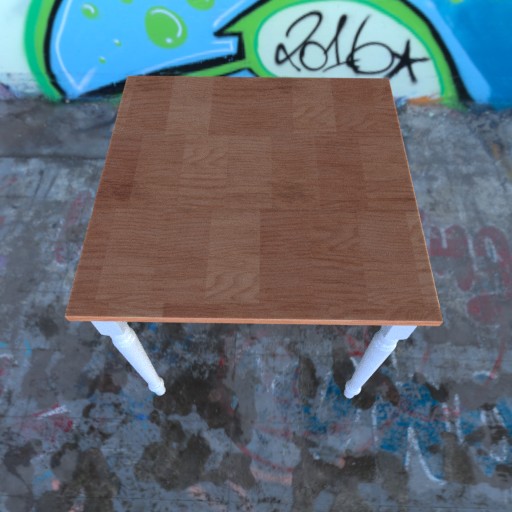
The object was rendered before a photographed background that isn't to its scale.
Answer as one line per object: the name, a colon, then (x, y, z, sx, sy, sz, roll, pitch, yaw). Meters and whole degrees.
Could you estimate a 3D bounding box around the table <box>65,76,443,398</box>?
table: (0.000, 0.000, 1.383, 0.747, 0.738, 0.747, 1, 58, 0)
